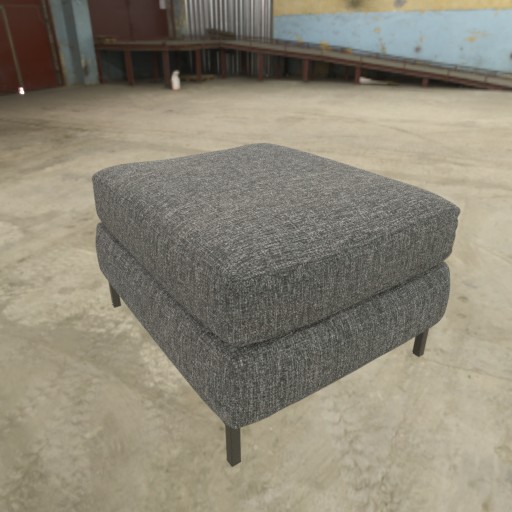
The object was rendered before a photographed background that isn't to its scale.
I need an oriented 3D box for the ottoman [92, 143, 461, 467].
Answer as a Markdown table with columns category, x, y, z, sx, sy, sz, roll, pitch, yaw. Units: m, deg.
| category | x | y | z | sx | sy | sz | roll | pitch | yaw |
| --- | --- | --- | --- | --- | --- | --- | --- | --- | --- |
| ottoman | 0.000 | 0.000 | 1.211 | 0.683 | 0.480 | 0.828 | -17 | 32 | -31 |
